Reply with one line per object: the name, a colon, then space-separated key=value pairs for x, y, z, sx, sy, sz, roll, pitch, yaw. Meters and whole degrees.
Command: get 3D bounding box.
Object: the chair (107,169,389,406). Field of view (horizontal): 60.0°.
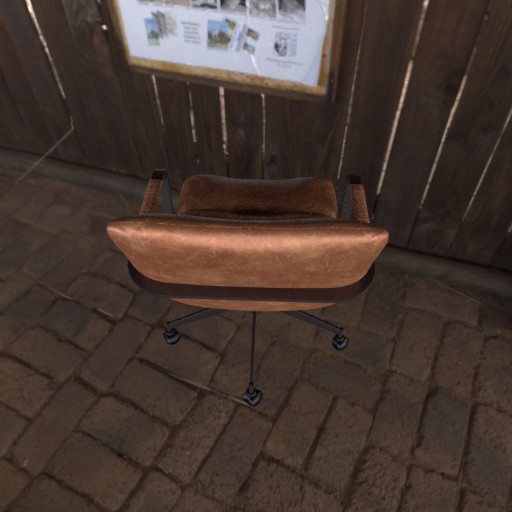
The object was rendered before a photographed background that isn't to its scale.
chair: x=0.000 y=0.000 z=1.448 sx=0.727 sy=0.922 sz=0.754 roll=2 pitch=46 yaw=2
